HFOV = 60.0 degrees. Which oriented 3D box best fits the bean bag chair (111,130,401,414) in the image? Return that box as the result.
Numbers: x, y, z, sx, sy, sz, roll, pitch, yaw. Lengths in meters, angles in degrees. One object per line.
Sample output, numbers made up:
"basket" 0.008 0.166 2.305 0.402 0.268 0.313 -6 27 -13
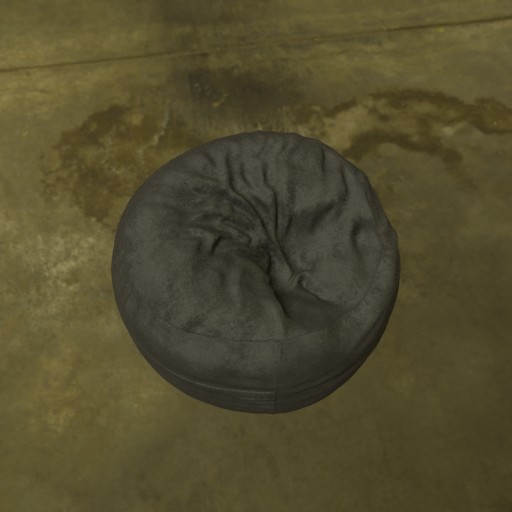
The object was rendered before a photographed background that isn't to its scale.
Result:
"bean bag chair" 0.000 0.000 2.376 1.525 0.751 1.525 0 58 0
